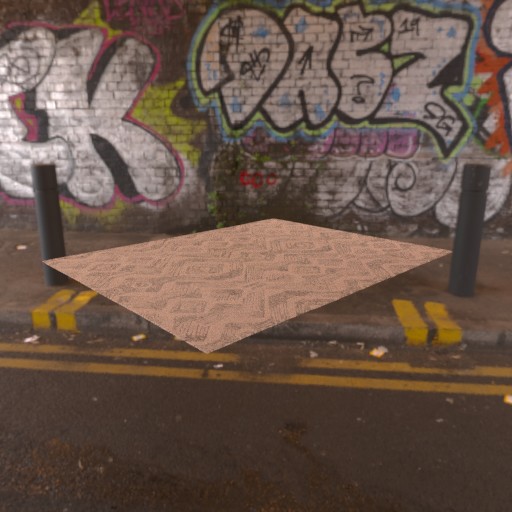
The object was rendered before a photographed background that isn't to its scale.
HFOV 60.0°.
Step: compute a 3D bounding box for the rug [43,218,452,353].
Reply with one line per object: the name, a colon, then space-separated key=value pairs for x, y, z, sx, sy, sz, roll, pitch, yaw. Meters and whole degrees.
rug: x=0.000 y=0.000 z=4.192 sx=3.054 sy=0.030 sz=2.430 roll=-14 pitch=21 yaw=-42
